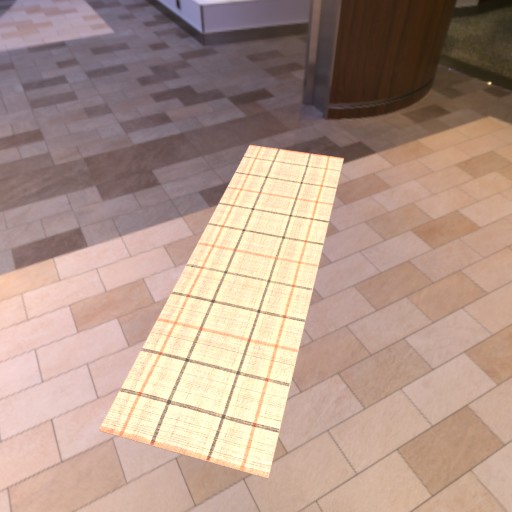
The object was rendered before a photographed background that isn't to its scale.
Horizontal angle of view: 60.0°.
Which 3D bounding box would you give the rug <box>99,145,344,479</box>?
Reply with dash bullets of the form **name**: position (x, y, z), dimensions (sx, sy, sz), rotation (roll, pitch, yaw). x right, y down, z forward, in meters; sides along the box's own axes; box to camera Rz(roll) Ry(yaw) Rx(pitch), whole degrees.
- **rug**: position (0.000, 0.000, 2.695), dimensions (0.762, 0.008, 2.439), rotation (11, 46, 11)
